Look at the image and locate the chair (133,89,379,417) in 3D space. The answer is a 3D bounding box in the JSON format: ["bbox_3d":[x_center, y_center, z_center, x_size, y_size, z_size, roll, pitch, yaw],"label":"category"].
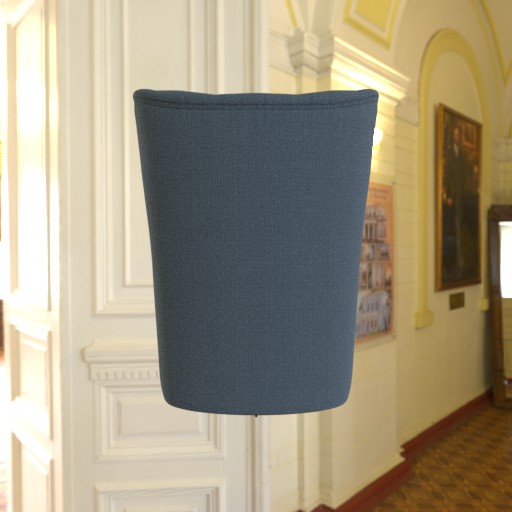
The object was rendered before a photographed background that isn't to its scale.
[{"bbox_3d":[0.000,0.000,1.722,0.831,1.079,0.930,0,1,0],"label":"chair"}]
